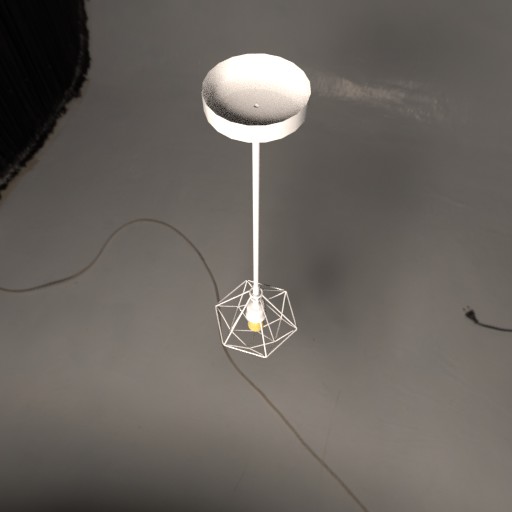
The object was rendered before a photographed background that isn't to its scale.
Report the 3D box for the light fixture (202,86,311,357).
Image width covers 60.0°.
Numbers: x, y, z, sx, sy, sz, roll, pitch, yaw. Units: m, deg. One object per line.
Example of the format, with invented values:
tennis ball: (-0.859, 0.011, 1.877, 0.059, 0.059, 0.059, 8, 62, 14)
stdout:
light fixture: (0.000, 0.000, 1.951, 0.487, 1.764, 0.431, 15, 60, 9)
